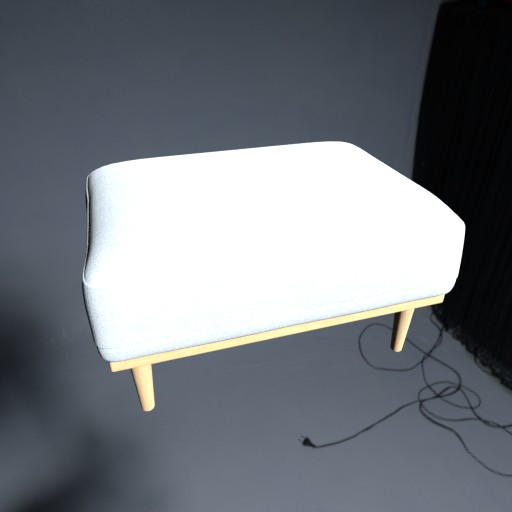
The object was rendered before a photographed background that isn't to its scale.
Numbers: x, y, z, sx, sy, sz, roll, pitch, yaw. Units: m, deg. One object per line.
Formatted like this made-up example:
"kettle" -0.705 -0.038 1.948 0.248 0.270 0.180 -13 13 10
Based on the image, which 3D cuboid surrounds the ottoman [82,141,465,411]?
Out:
"ottoman" 0.000 0.000 1.077 0.749 0.428 0.549 -9 33 -15
